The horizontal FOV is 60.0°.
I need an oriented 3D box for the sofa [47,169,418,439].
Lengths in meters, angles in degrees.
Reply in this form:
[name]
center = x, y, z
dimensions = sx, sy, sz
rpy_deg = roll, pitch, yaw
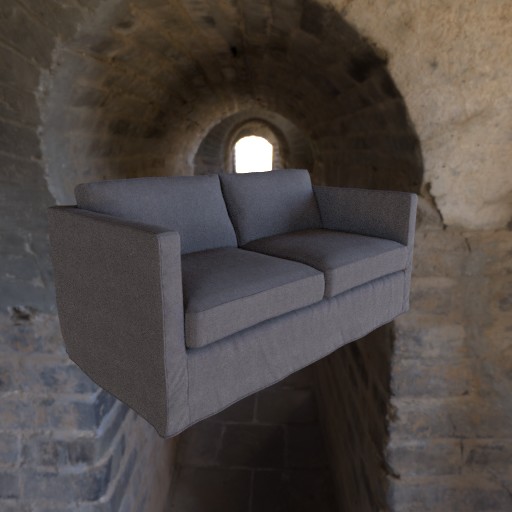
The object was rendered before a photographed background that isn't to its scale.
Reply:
[sofa]
center = 0.000, 0.000, 2.368
dimensions = 1.802, 0.854, 0.974
rpy_deg = -13, 19, -43
